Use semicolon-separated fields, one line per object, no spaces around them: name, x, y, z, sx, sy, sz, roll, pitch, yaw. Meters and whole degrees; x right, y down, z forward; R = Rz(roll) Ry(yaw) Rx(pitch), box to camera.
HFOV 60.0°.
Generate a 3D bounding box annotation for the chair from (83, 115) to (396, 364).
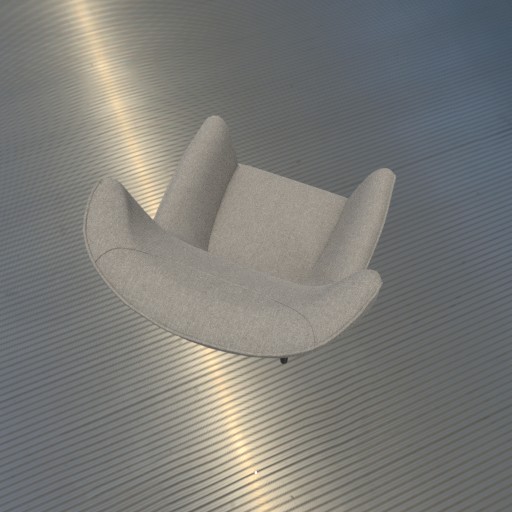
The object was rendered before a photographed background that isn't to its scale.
chair;0.000;0.000;1.585;0.781;0.933;0.888;20;66;9
